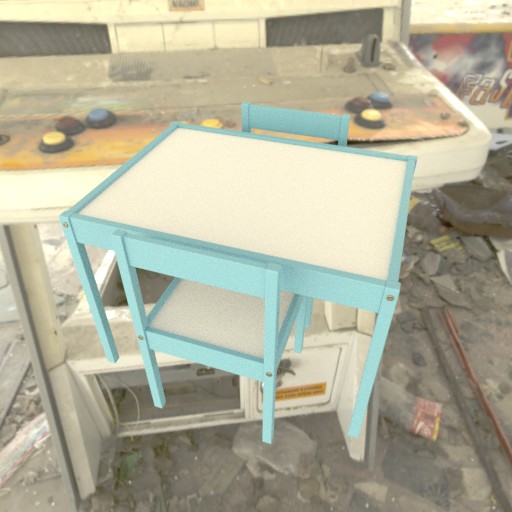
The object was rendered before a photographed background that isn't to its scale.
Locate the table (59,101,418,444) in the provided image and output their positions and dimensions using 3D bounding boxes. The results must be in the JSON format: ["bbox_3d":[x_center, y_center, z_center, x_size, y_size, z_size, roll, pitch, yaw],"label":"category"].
[{"bbox_3d":[0.000,0.000,1.074,0.639,0.503,0.633,12,41,15],"label":"table"}]
